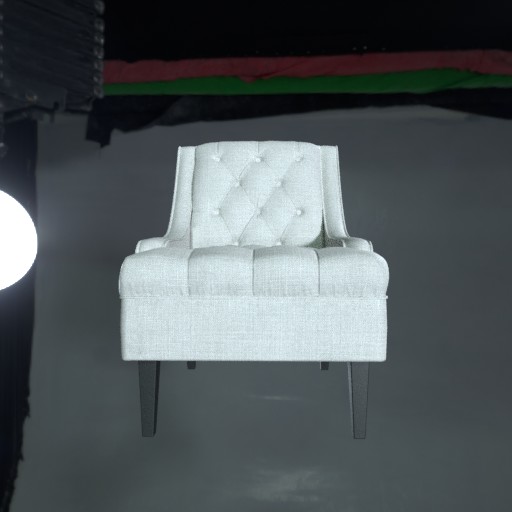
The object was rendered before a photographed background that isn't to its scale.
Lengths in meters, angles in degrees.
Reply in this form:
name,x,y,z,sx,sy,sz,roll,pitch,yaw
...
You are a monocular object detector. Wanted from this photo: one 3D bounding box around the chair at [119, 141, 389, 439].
name,x,y,z,sx,sy,sz,roll,pitch,yaw
chair,0.000,0.000,1.402,0.658,0.891,0.772,0,0,1
